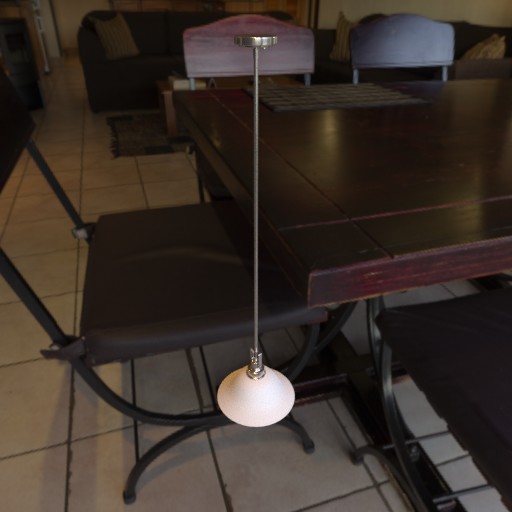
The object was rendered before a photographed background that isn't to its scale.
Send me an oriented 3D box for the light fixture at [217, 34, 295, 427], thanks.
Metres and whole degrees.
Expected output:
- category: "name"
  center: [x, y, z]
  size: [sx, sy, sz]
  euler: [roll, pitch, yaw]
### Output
- category: "light fixture"
  center: [0.000, 0.000, 1.517]
  size: [0.324, 1.354, 0.324]
  euler: [-21, 36, -31]
